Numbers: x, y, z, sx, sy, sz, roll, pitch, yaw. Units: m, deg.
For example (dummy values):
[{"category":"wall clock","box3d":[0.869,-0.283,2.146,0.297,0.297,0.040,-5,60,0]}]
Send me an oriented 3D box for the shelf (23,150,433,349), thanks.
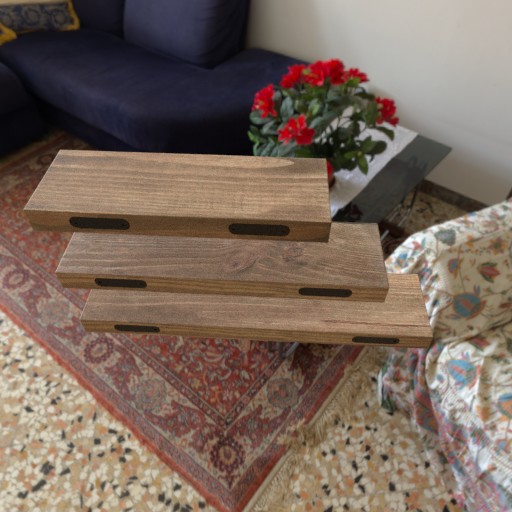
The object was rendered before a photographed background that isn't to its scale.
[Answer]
[{"category":"shelf","box3d":[0.000,0.000,0.728,0.610,0.293,0.140,2,48,2]}]
